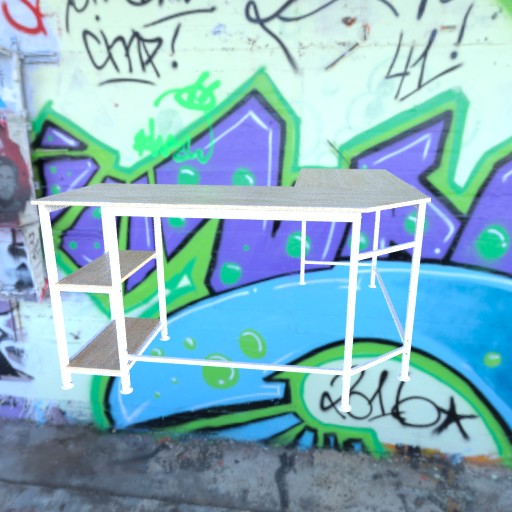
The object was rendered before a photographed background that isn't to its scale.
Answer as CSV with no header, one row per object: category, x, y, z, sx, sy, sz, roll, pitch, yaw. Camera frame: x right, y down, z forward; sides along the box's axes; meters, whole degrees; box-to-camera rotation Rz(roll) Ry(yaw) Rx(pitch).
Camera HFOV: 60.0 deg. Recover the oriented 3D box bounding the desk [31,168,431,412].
desk,0.000,0.000,2.195,1.379,0.739,1.379,2,16,7
